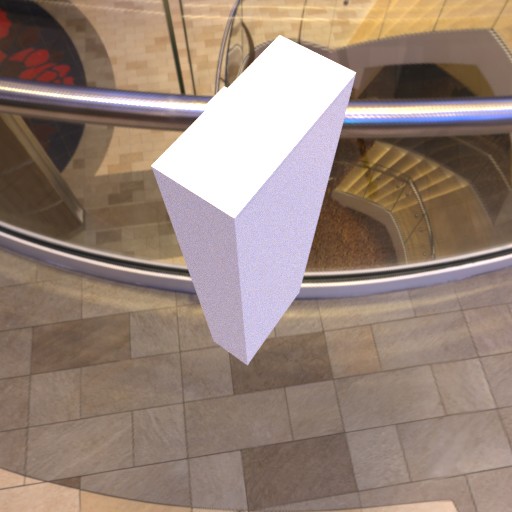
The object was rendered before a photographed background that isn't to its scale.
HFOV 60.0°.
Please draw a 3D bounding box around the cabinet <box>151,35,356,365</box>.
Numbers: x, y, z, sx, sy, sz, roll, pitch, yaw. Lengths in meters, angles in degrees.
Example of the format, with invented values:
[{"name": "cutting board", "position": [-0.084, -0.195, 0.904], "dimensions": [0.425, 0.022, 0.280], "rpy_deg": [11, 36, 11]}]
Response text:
[{"name": "cabinet", "position": [0.000, 0.000, 1.809], "dimensions": [0.255, 1.630, 0.520], "rpy_deg": [33, 69, 14]}]
